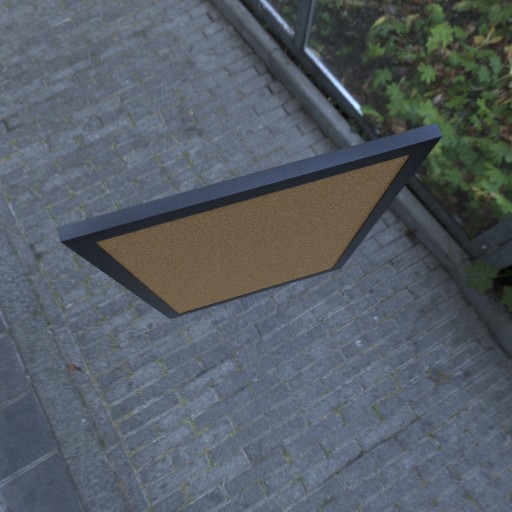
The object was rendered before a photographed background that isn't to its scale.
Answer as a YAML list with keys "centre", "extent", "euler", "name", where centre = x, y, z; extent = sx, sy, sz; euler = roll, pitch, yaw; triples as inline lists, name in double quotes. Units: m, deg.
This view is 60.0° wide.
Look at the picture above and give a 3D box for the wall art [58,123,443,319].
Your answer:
- centre: [0.000, 0.000, 0.831]
  extent: [0.462, 0.656, 0.019]
  euler: [-16, 75, -4]
  name: "wall art"
